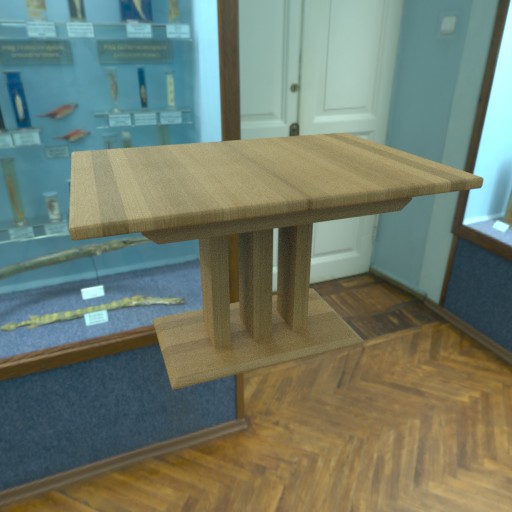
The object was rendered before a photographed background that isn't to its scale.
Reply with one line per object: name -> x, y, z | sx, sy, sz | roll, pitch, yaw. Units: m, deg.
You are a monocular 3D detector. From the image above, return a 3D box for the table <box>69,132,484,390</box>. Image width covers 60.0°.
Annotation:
table -> 0.000, 0.000, 1.822 | 1.300, 0.770, 0.900 | -9, 27, -18
